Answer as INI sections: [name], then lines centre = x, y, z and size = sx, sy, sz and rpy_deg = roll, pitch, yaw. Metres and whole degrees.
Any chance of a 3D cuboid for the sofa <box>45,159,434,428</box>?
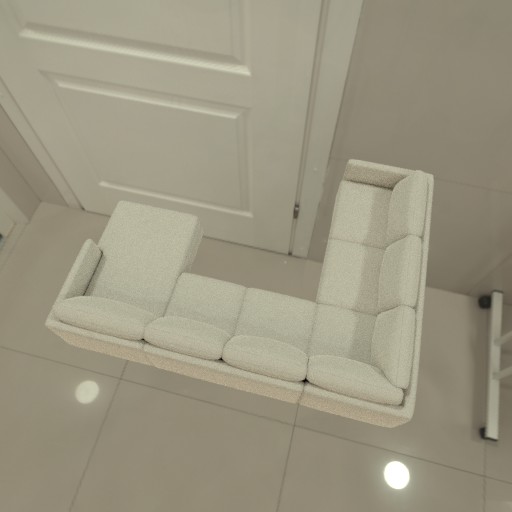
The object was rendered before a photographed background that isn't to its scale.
[sofa]
centre = 0.000, 0.000, 4.491
size = 3.238, 0.853, 2.551
rpy_deg = 13, 63, 6
